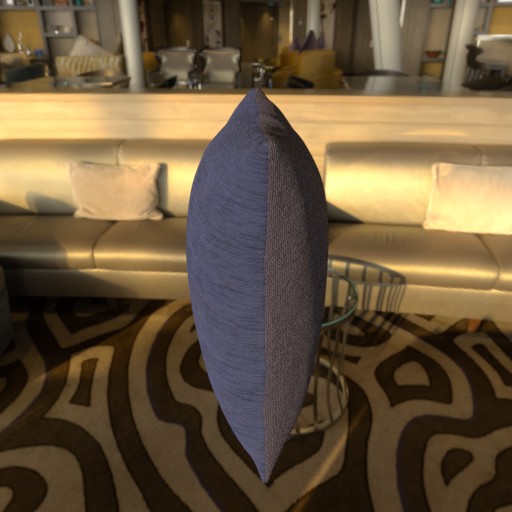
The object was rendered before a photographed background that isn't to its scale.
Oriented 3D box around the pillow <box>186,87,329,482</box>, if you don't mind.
[{"bbox_3d":[0.000,0.000,0.672,0.204,0.439,0.452,-1,26,-1],"label":"pillow"}]
